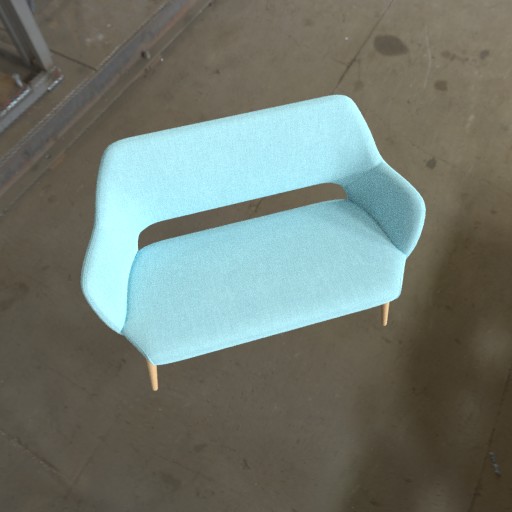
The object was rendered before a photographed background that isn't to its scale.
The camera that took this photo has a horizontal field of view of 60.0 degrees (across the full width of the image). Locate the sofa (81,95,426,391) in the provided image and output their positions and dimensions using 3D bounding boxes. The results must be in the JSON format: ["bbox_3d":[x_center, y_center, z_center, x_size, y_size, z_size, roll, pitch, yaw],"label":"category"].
[{"bbox_3d":[0.000,0.000,1.643,1.150,0.840,0.610,-14,64,-7],"label":"sofa"}]
